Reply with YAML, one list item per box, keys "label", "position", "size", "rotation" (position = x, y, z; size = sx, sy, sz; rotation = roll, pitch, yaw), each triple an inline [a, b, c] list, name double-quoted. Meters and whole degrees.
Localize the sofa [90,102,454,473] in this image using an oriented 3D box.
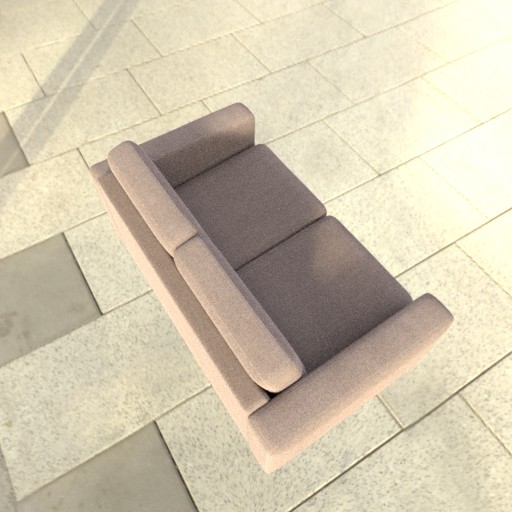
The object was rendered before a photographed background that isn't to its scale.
- label: "sofa"
  position: [0.000, 0.000, 2.024]
  size: [0.900, 0.800, 1.520]
  rotation: [-30, 62, -17]
